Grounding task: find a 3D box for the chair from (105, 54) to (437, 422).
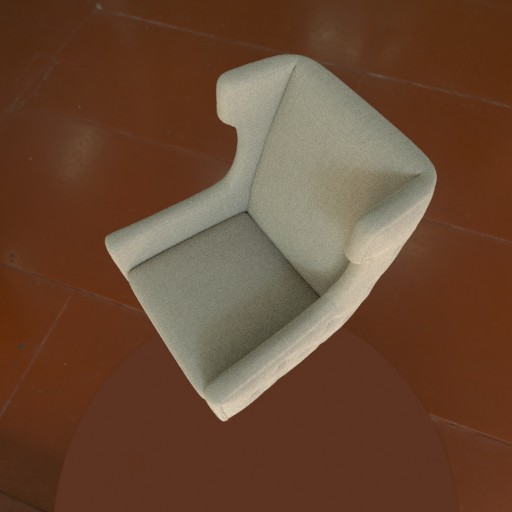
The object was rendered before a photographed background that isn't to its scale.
[{"bbox_3d":[0.000,0.000,1.674,0.899,1.079,0.778,-33,67,-16],"label":"chair"}]
